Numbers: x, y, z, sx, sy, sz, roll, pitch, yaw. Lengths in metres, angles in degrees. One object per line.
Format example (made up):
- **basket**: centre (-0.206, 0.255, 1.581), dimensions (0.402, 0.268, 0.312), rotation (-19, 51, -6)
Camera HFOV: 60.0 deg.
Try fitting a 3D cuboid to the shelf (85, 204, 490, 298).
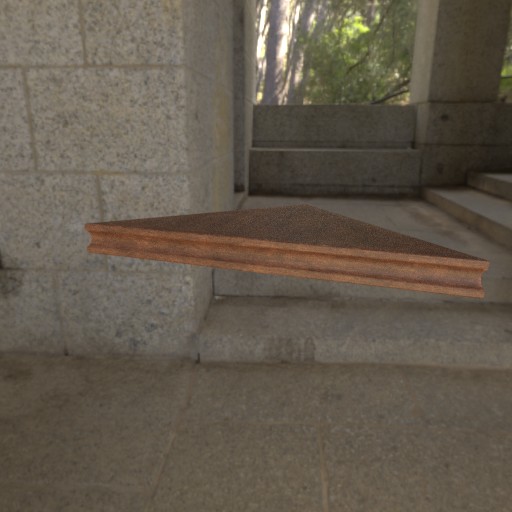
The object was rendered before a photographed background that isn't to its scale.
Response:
- **shelf**: centre (0.000, 0.000, 0.446), dimensions (0.296, 0.035, 0.296), rotation (-8, 19, -24)
